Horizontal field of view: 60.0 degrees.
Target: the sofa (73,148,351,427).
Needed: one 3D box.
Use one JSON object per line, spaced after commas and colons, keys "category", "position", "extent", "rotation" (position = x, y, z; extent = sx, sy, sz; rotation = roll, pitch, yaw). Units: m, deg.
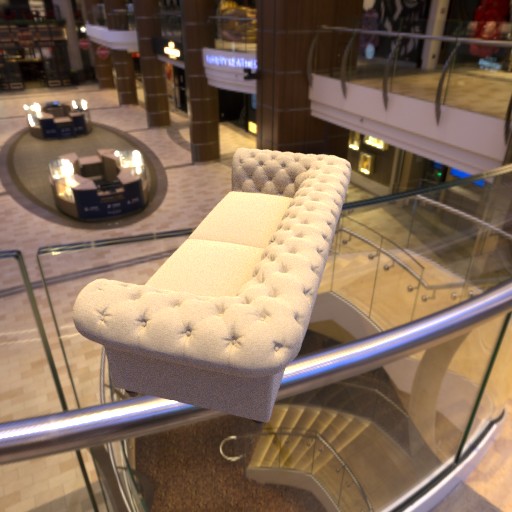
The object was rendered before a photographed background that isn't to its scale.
{"category": "sofa", "position": [0.000, 0.000, 3.157], "extent": [1.076, 0.847, 2.694], "rotation": [8, 31, 14]}
